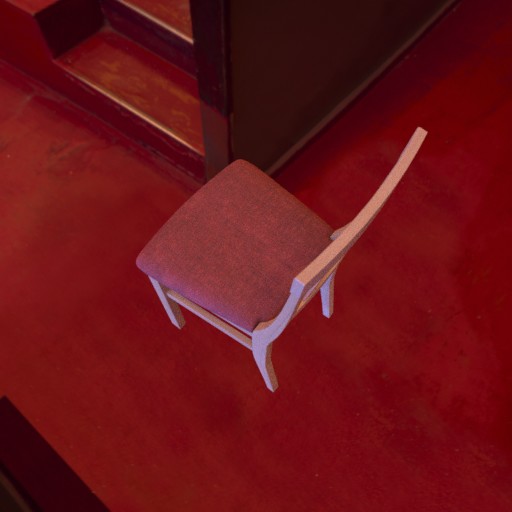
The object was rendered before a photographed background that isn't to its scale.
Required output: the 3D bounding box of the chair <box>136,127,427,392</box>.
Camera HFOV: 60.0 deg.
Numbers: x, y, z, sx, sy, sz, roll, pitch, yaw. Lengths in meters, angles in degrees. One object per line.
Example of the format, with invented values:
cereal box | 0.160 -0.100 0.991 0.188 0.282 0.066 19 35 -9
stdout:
chair | 0.000 0.000 1.168 0.492 0.912 0.439 35 68 17
